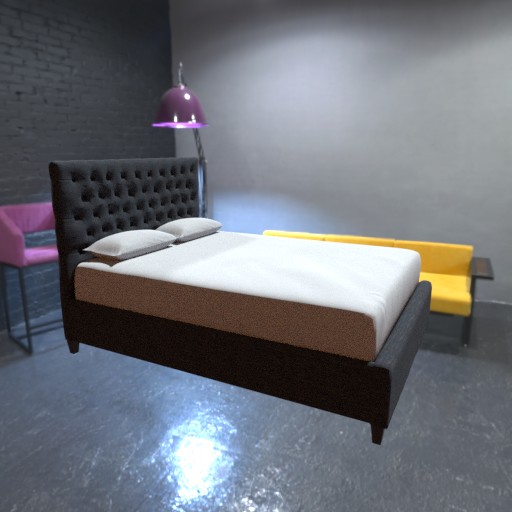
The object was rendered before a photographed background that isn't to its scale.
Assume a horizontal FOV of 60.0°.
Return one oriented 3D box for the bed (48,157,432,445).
[{"bbox_3d":[0.000,0.000,3.372,2.387,1.427,1.698,7,15,27],"label":"bed"}]
